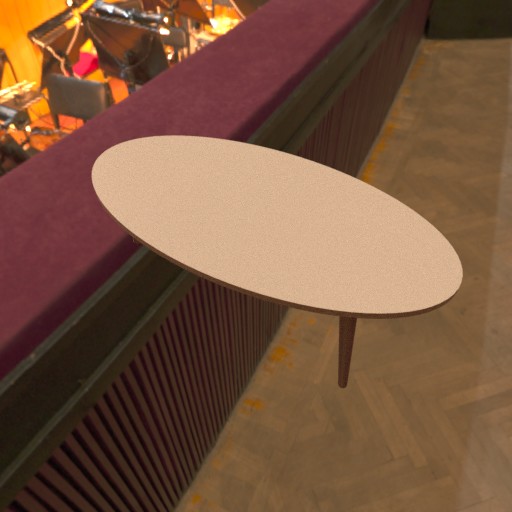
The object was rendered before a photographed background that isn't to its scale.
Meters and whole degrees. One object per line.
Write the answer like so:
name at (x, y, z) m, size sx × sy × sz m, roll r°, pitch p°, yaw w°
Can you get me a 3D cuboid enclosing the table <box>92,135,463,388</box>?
table at (0.000, 0.000, 1.340) m, size 1.083 × 0.390 × 0.542 m, roll 23°, pitch 50°, yaw 20°
